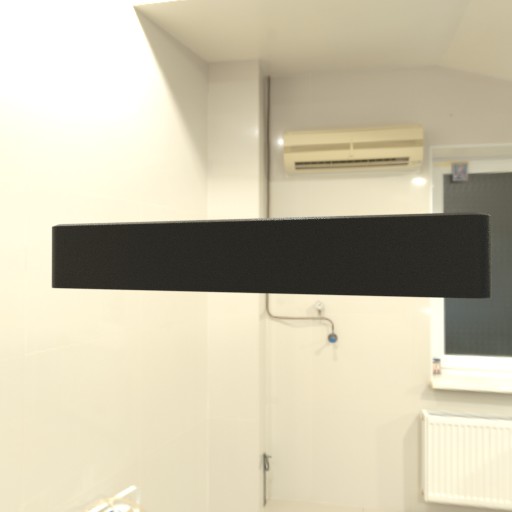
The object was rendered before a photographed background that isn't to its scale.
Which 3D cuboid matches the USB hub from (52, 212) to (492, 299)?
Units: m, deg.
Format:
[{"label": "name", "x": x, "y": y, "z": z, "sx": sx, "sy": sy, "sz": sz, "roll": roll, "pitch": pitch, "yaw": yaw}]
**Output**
[{"label": "USB hub", "x": 0.000, "y": 0.000, "z": 0.159, "sx": 0.145, "sy": 0.023, "sz": 0.044, "roll": 0, "pitch": 0, "yaw": 18}]
